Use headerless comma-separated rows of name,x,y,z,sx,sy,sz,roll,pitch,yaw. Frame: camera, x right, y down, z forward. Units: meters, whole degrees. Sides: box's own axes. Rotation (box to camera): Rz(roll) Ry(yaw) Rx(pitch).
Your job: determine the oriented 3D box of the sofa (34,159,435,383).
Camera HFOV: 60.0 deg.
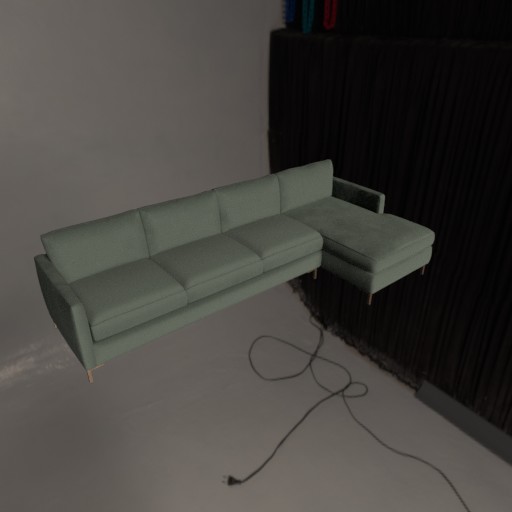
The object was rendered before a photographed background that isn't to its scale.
sofa,0.000,0.000,3.237,2.725,0.756,1.255,-21,35,-33
